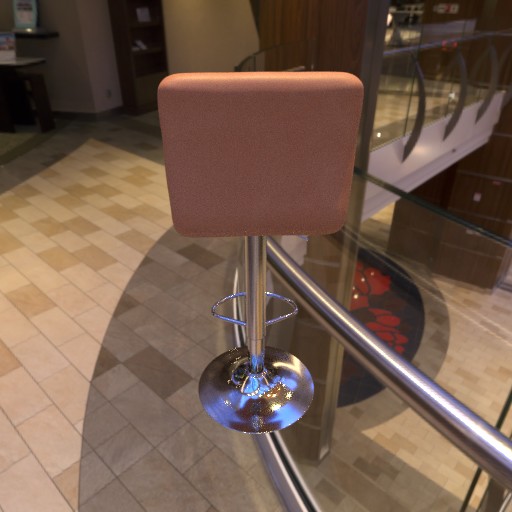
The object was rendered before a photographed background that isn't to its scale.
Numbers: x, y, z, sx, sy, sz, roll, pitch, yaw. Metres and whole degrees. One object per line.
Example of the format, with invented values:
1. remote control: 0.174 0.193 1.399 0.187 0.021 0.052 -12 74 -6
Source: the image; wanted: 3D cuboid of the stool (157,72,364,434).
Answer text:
1. stool: 0.000 0.000 1.359 0.430 1.115 0.505 -1 31 -2
